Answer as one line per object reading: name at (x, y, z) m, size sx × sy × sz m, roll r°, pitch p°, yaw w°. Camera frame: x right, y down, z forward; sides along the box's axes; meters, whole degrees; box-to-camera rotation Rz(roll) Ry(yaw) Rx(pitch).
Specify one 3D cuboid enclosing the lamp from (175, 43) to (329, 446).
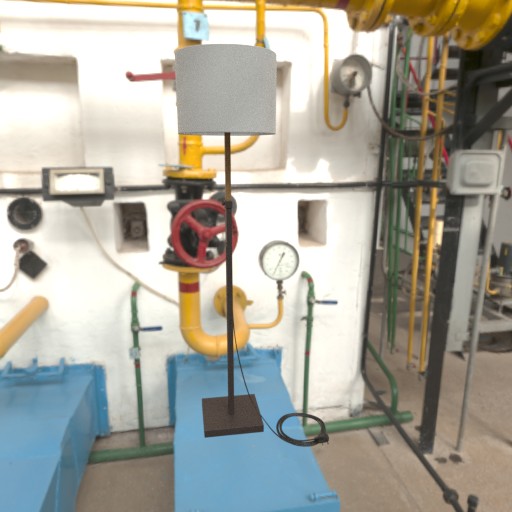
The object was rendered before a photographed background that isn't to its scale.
lamp at (0.000, 0.000, 1.957) m, size 0.639 × 1.650 × 0.474 m, roll -2°, pitch 14°, yaw -9°
